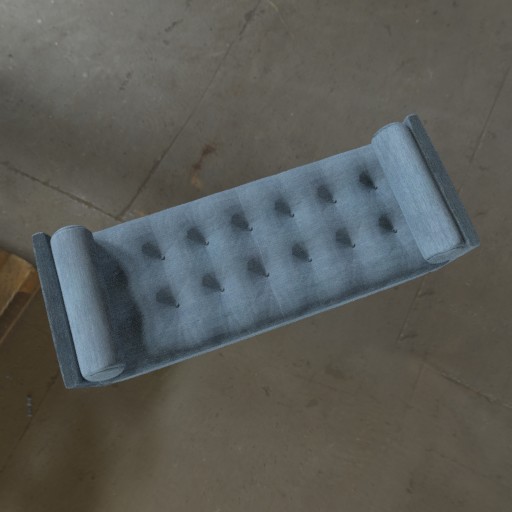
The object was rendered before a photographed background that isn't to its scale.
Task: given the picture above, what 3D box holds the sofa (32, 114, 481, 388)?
[{"bbox_3d":[0.000,0.000,2.451,2.102,0.705,0.796,-19,76,-5],"label":"sofa"}]
